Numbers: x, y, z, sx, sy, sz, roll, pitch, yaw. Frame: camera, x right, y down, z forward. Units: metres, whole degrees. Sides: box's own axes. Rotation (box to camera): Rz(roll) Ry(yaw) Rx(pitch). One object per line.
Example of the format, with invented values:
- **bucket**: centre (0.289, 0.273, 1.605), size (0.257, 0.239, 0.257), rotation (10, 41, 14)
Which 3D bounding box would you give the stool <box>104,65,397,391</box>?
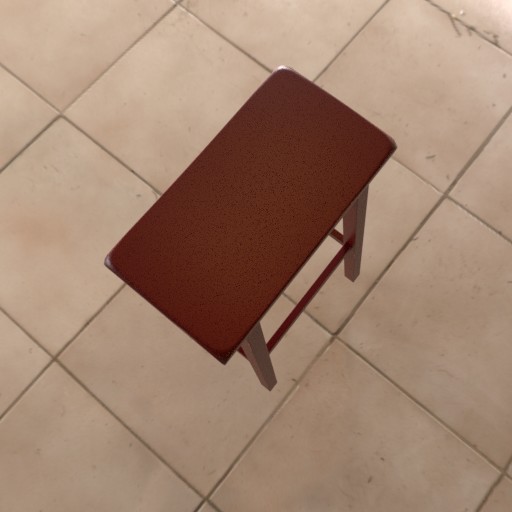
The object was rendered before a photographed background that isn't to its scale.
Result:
- **stool**: centre (0.000, 0.000, 1.042), size (0.476, 0.737, 0.457), rotation (38, 79, 8)
